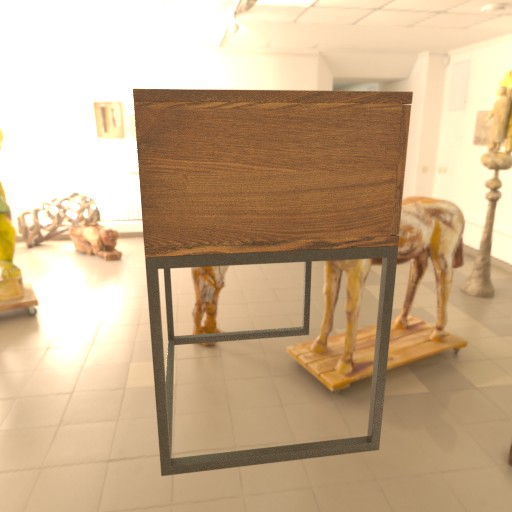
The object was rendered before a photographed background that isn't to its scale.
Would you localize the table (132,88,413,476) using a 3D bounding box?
[{"bbox_3d":[0.000,0.000,0.914,0.400,0.610,0.482,-3,17,-9],"label":"table"}]
